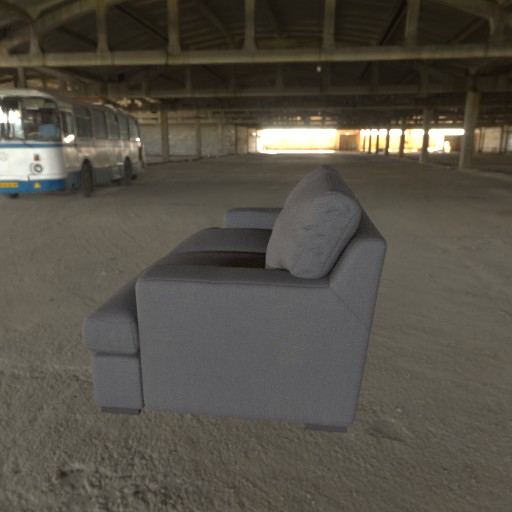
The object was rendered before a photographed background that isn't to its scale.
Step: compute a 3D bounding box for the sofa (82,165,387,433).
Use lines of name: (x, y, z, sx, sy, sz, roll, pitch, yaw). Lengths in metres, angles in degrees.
sofa: (0.000, 0.000, 2.485, 1.143, 0.940, 1.880, 2, 15, 8)
